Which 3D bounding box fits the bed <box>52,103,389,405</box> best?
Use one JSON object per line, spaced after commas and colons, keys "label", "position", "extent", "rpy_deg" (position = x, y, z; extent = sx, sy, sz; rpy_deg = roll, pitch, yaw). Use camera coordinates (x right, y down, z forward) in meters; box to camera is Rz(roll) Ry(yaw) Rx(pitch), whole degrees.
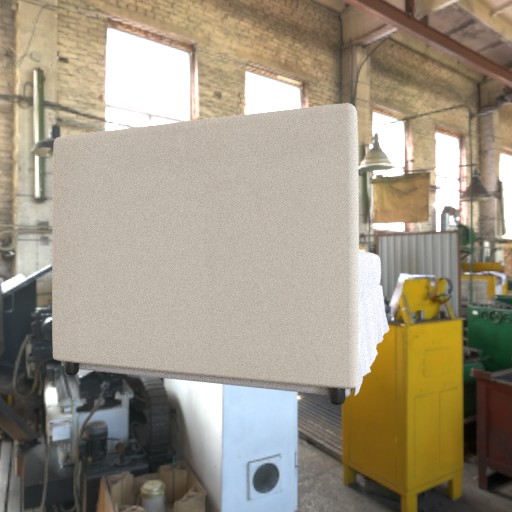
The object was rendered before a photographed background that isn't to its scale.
{"label": "bed", "position": [0.000, 0.000, 3.158], "extent": [1.713, 1.330, 2.142], "rpy_deg": [0, 0, 20]}
